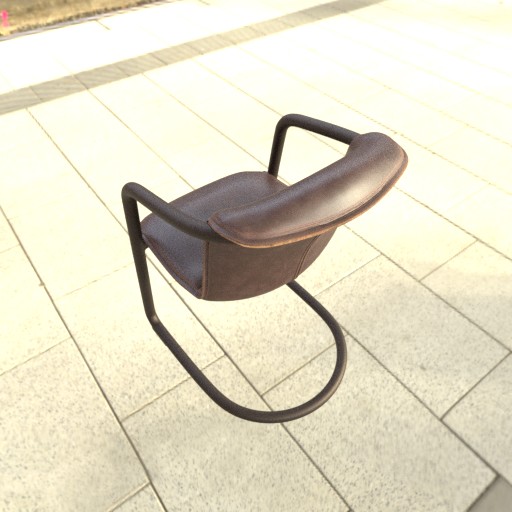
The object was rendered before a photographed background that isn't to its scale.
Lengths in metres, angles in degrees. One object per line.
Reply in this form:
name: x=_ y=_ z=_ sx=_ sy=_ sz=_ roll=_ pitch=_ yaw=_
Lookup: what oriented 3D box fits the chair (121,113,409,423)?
chair: x=0.000 y=0.000 z=1.261 sx=0.536 sy=0.836 sz=0.664 roll=-31 pitch=54 yaw=-26
